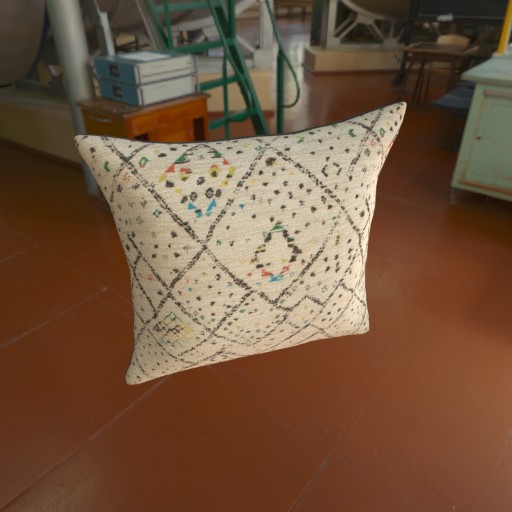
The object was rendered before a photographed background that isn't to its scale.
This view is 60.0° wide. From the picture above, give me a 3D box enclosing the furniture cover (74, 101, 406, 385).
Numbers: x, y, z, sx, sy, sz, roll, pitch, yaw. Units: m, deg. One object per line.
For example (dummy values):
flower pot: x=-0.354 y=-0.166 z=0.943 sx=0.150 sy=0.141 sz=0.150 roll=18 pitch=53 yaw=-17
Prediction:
furniture cover: x=0.000 y=0.000 z=0.794 sx=0.525 sy=0.498 sz=0.180 roll=-10 pitch=34 yaw=-15
